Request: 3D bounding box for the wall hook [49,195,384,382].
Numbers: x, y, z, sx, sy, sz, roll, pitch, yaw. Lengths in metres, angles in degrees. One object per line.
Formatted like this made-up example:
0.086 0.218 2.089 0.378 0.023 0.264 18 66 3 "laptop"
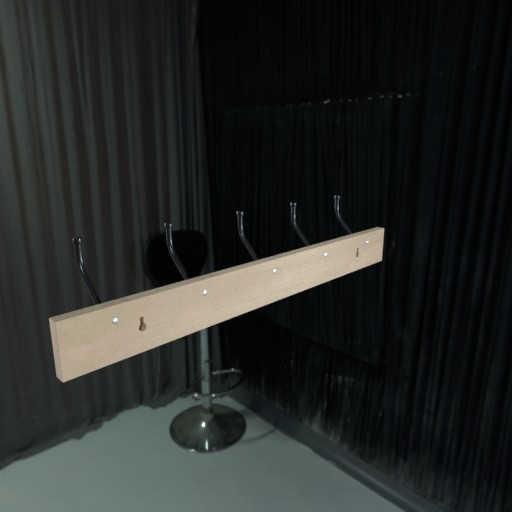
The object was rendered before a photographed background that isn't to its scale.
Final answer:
0.000 0.000 0.609 0.071 0.117 0.571 15 21 43 "wall hook"
